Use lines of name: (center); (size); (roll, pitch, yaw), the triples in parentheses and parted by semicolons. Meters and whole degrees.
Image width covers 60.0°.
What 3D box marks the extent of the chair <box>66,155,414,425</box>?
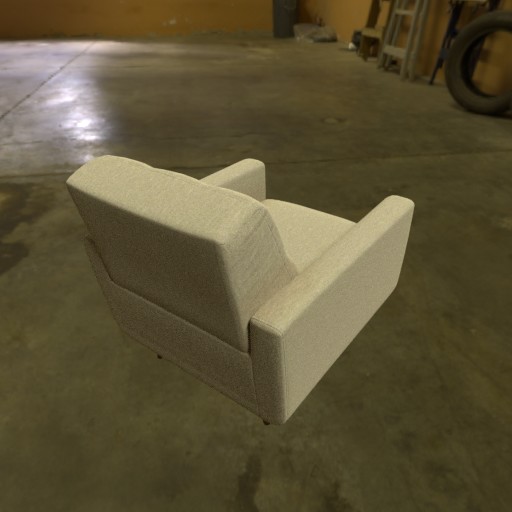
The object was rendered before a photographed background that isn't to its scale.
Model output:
chair: (0.000, 0.000, 1.810); (0.897, 0.965, 1.128); (21, 38, 30)
